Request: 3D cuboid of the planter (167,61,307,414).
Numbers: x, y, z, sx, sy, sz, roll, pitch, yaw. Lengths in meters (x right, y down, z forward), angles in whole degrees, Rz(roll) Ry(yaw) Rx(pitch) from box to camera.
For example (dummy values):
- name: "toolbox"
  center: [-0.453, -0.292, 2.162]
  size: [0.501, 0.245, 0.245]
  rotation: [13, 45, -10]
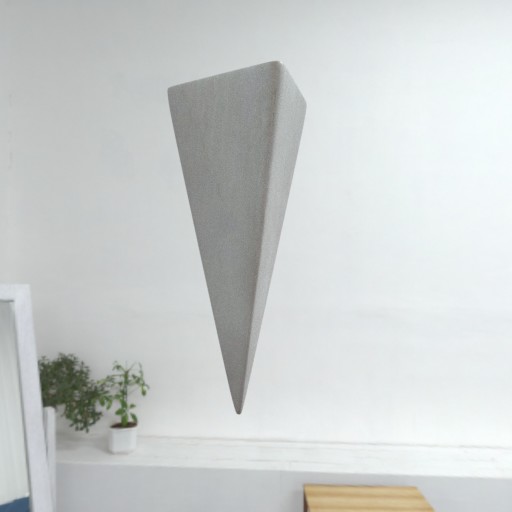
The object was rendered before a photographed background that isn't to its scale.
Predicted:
- name: "planter"
  center: [0.000, 0.000, 0.160]
  size: [0.058, 0.130, 0.047]
  rotation: [0, 0, -18]
